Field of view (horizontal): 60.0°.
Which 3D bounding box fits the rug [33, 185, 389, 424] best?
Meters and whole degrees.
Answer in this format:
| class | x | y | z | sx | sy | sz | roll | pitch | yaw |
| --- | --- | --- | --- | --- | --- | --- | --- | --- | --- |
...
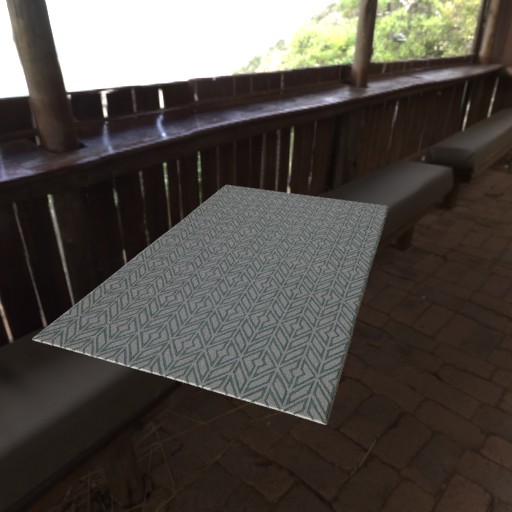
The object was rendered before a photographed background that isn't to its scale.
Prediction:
| class | x | y | z | sx | sy | sz | roll | pitch | yaw |
| --- | --- | --- | --- | --- | --- | --- | --- | --- | --- |
| rug | 0.000 | 0.000 | 3.014 | 1.517 | 0.011 | 2.435 | 10 | 30 | 18 |
